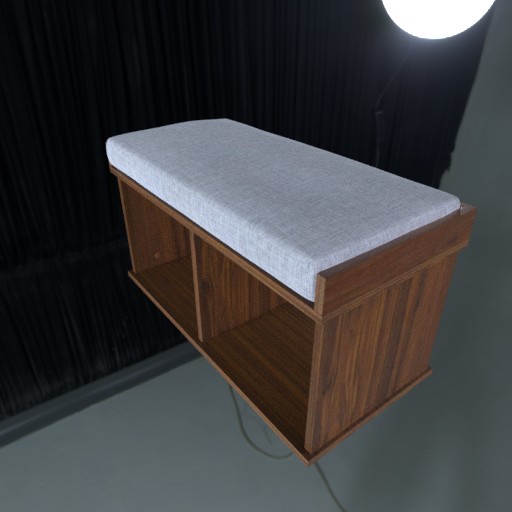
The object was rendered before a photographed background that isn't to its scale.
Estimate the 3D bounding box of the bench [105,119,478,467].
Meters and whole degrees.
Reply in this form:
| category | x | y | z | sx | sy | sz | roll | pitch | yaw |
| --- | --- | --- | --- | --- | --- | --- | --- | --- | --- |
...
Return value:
| category | x | y | z | sx | sy | sz | roll | pitch | yaw |
| --- | --- | --- | --- | --- | --- | --- | --- | --- | --- |
| bench | 0.000 | 0.000 | 0.991 | 0.362 | 0.461 | 0.734 | -21 | 37 | -31 |
